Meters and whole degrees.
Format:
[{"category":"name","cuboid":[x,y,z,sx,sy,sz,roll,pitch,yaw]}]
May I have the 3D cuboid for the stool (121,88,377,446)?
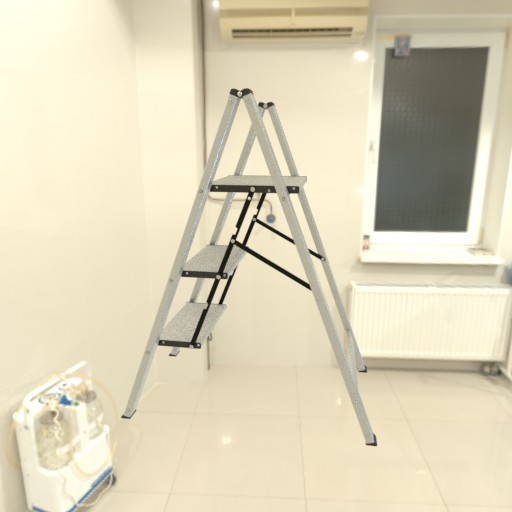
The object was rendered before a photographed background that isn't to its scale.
[{"category":"stool","cuboid":[0.000,0.000,1.331,0.730,0.902,0.441,3,15,9]}]
